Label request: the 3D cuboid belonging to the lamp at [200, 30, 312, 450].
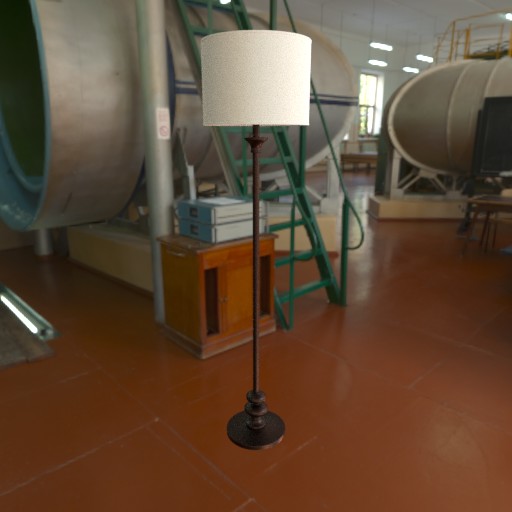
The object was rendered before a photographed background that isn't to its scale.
[{"bbox_3d":[0.000,0.000,1.624,0.356,1.487,0.356,-2,16,-8],"label":"lamp"}]
